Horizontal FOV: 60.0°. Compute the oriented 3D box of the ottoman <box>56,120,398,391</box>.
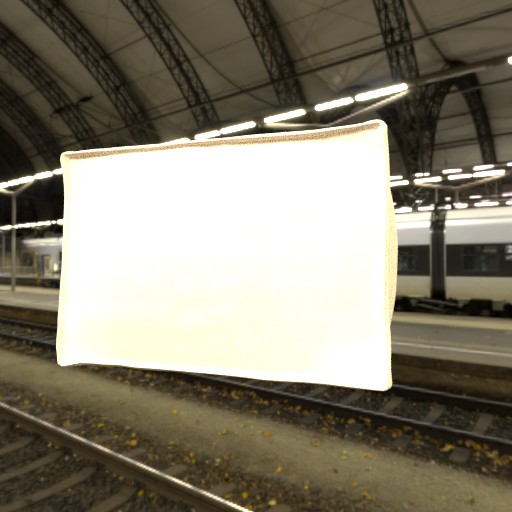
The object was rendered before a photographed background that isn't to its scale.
[{"bbox_3d":[0.000,0.000,1.142,0.696,0.470,0.707,0,-1,16],"label":"ottoman"}]
